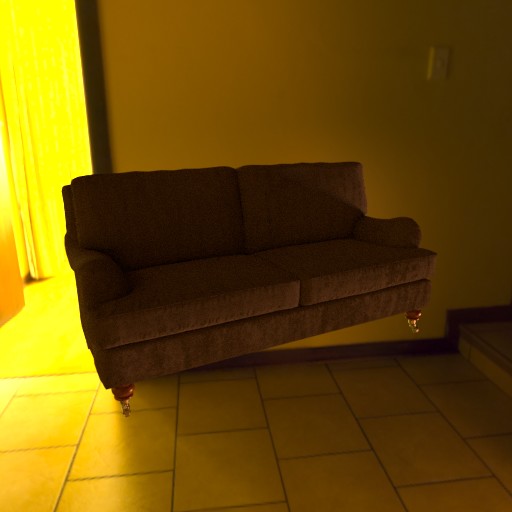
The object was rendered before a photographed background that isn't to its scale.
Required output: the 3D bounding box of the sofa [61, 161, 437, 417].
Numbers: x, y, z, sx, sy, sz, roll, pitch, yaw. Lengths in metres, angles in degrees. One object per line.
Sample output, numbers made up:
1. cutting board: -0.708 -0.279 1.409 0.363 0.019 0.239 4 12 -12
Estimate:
1. sofa: 0.000 0.000 2.802 2.165 1.087 1.086 -9 19 -27
